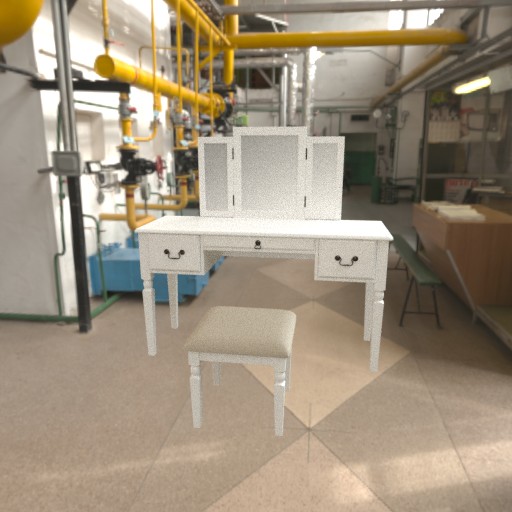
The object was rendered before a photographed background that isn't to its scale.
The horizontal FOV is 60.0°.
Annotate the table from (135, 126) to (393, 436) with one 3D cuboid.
[{"bbox_3d":[0.000,0.000,2.270,1.369,1.310,1.115,2,14,9],"label":"table"}]
